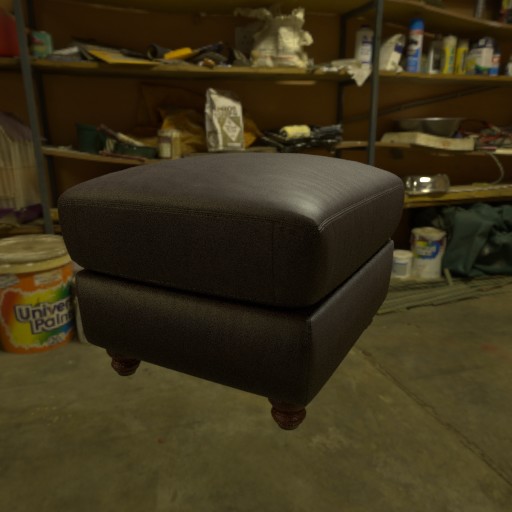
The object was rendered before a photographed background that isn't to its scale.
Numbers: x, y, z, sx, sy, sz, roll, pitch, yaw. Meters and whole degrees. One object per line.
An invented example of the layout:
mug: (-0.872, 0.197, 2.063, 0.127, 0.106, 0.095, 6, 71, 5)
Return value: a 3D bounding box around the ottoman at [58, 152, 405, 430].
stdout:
ottoman: (0.000, 0.000, 1.263, 0.670, 0.569, 0.806, 8, 17, 27)
